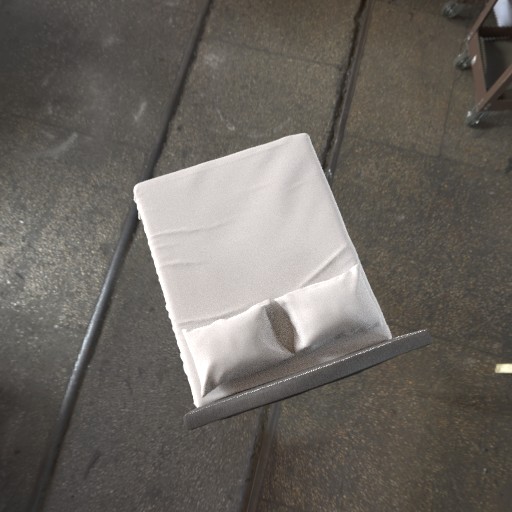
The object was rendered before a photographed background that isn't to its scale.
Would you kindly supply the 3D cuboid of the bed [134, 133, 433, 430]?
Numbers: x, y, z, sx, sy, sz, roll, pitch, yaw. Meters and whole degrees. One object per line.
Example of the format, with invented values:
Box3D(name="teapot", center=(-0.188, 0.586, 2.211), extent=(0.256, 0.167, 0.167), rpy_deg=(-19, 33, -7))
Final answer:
Box3D(name="bed", center=(0.000, 0.000, 3.508), extent=(1.876, 1.645, 2.221), rpy_deg=(-18, 76, -5))
